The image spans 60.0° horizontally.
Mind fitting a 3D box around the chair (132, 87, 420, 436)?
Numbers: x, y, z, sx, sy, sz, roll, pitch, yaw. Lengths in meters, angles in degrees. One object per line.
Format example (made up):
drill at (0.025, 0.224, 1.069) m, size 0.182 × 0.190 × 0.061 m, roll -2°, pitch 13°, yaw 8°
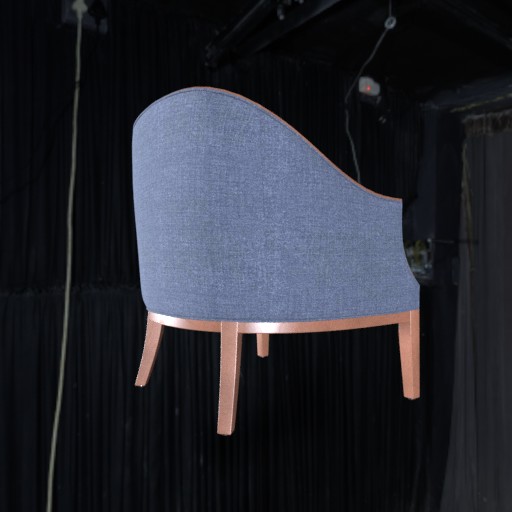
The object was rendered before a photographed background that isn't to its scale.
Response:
chair at (0.000, 0.000, 1.464) m, size 0.735 × 0.876 × 0.803 m, roll 0°, pitch -1°, yaw -37°
